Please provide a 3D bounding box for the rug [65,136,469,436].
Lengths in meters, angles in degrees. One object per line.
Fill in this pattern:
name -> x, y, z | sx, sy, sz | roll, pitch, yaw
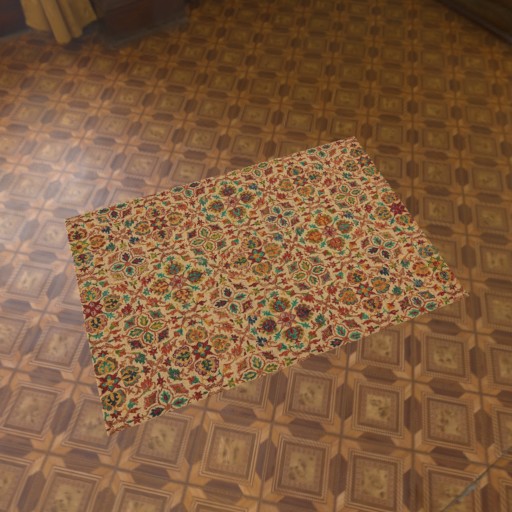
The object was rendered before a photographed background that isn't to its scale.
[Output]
rug -> 0.000, 0.000, 2.960 | 2.297, 0.018, 1.541 | -18, 60, -11
